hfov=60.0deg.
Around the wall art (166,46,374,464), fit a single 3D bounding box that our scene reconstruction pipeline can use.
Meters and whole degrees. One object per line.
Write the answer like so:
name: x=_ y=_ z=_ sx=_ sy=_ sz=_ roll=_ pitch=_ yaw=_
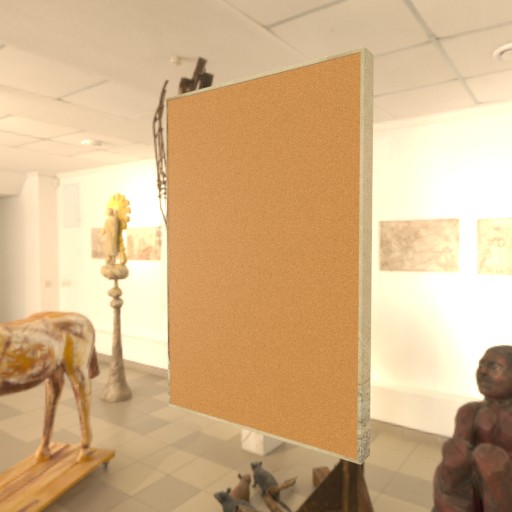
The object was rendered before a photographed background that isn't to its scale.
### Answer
wall art: x=0.000 y=0.000 z=0.773 sx=0.403 sy=0.607 sz=0.036 roll=1 pitch=3 yaw=35
